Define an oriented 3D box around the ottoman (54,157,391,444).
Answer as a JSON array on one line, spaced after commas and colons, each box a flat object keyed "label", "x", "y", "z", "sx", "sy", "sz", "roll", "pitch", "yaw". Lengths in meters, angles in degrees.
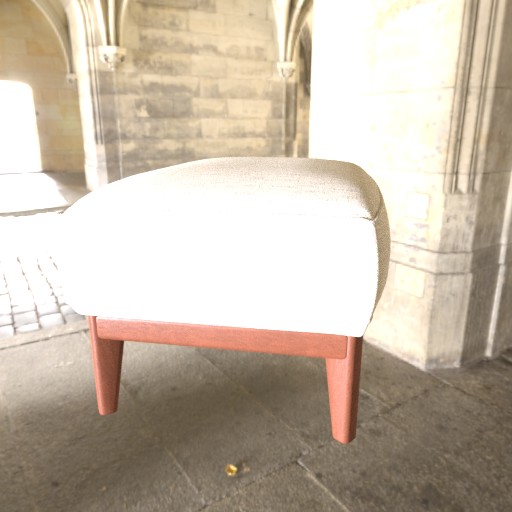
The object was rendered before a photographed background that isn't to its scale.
[{"label": "ottoman", "x": 0.000, "y": 0.000, "z": 1.114, "sx": 0.594, "sy": 0.465, "sz": 0.794, "roll": 3, "pitch": 16, "yaw": 10}]
